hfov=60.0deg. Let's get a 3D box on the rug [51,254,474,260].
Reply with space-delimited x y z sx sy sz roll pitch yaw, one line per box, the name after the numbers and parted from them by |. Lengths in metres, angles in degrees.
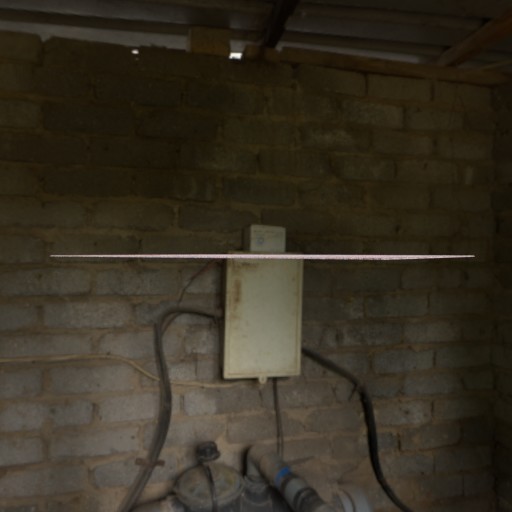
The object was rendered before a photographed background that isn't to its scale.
0.000 0.000 2.289 1.829 0.005 1.219 0 1 37 | rug
